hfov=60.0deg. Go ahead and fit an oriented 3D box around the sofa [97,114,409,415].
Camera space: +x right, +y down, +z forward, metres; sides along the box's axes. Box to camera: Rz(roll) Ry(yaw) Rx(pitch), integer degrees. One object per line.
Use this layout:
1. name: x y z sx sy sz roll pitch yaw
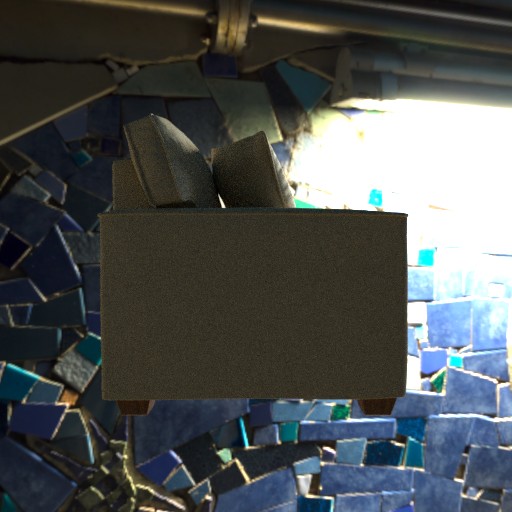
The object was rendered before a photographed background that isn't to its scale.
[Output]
1. sofa: 0.000 0.000 2.055 0.991 0.989 1.388 0 1 0
